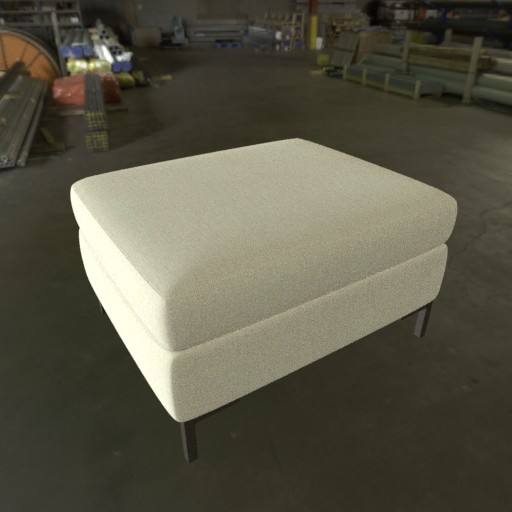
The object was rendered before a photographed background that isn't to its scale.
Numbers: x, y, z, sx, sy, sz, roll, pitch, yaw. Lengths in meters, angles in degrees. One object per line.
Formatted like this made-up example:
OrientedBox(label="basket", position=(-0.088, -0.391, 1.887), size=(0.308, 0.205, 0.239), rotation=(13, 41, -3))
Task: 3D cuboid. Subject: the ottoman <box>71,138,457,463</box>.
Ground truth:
OrientedBox(label="ottoman", position=(0.000, 0.000, 1.200), size=(0.794, 0.453, 0.657), rotation=(-18, 35, -28))
